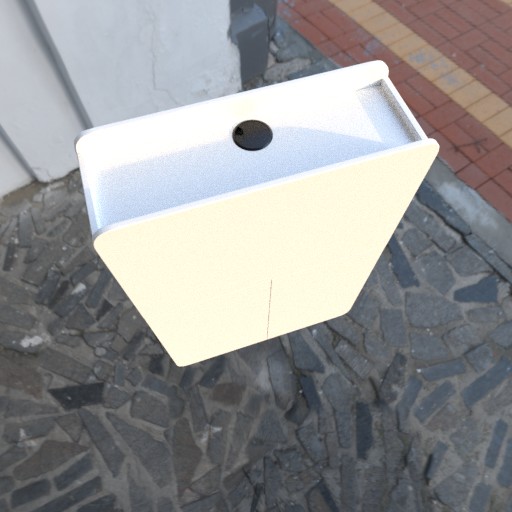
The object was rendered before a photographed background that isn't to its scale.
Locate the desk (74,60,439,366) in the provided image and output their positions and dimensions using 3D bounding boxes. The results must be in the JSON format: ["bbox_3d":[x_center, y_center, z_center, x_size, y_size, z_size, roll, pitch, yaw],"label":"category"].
[{"bbox_3d":[0.000,0.000,1.515,0.795,1.190,0.278,-16,65,-8],"label":"desk"}]
